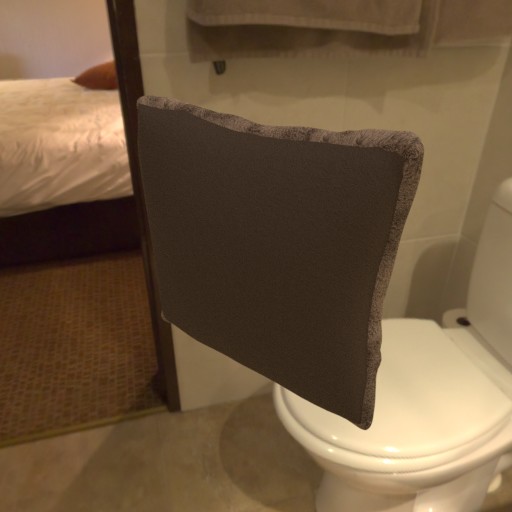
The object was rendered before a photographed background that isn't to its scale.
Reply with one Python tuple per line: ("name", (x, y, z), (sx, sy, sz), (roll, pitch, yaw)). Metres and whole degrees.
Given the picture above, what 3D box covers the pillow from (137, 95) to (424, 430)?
("pillow", (0.000, 0.000, 0.790), (0.522, 0.520, 0.204), (21, 36, 31))
